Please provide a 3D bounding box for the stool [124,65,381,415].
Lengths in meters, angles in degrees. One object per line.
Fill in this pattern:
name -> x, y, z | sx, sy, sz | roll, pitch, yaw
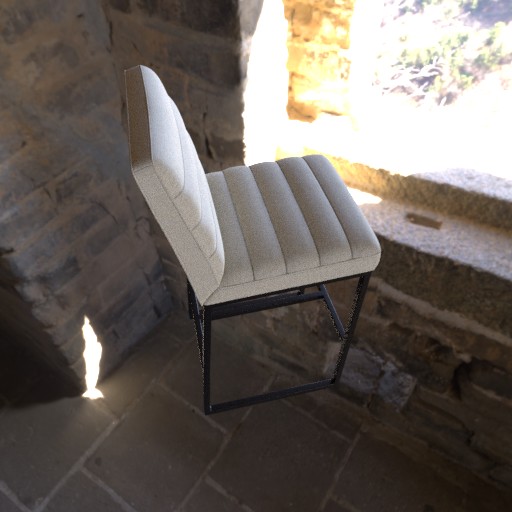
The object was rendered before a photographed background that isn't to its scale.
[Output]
stool -> 0.000, 0.000, 1.341 | 0.560, 1.040, 0.460 | -10, 47, -9
